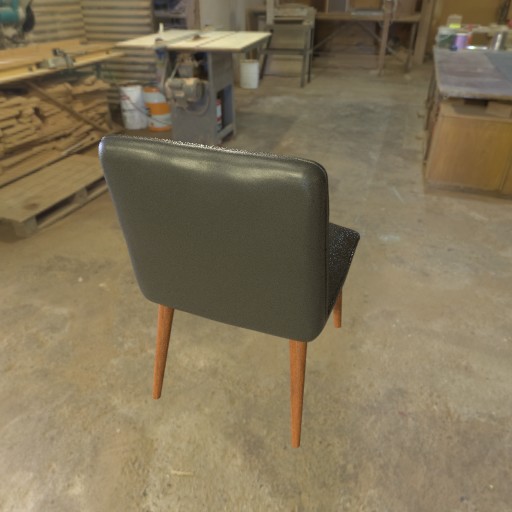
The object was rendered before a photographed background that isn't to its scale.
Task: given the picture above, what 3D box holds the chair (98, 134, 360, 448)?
[{"bbox_3d":[0.000,0.000,1.264,0.543,0.801,0.645,9,33,15],"label":"chair"}]
